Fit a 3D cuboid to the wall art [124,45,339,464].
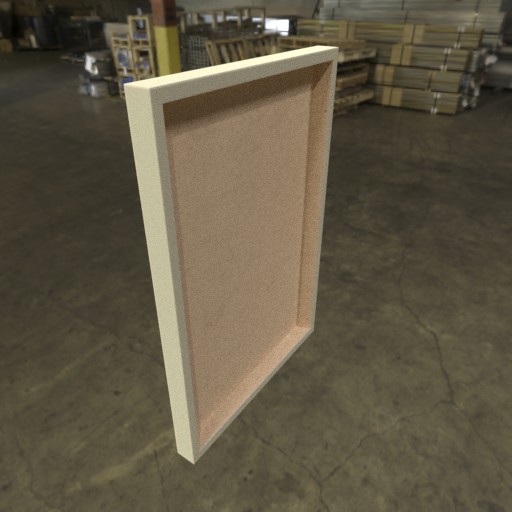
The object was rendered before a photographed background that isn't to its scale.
[{"bbox_3d":[0.000,0.000,0.750,0.038,0.608,0.418,20,37,29],"label":"wall art"}]
